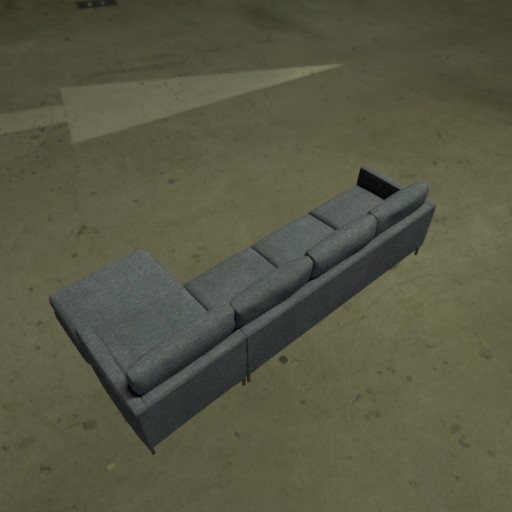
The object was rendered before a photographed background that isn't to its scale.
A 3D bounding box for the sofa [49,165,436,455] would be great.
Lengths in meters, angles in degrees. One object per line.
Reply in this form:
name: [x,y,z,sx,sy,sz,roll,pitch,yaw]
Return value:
sofa: [0.000,0.000,3.567,2.932,0.810,1.350,-31,52,-27]
